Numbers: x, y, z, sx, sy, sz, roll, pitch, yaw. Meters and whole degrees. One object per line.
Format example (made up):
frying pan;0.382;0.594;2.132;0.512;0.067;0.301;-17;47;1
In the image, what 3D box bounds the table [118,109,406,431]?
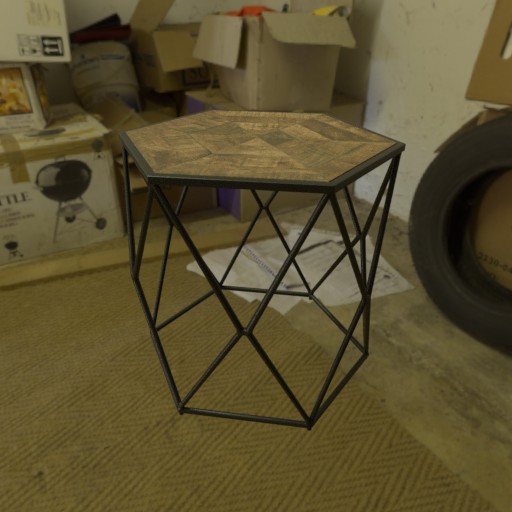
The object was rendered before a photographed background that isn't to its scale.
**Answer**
table;0.000;0.000;1.052;0.579;0.564;0.578;21;36;32
